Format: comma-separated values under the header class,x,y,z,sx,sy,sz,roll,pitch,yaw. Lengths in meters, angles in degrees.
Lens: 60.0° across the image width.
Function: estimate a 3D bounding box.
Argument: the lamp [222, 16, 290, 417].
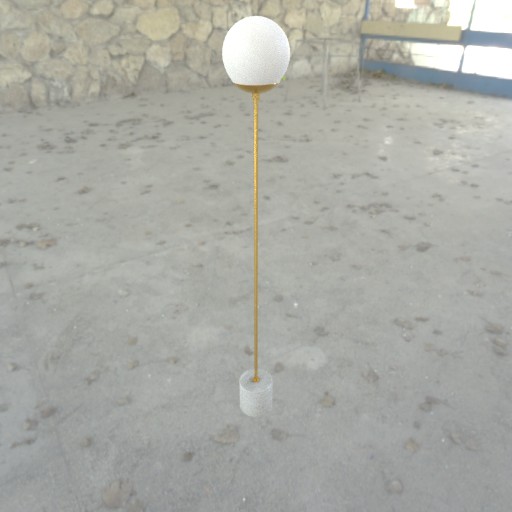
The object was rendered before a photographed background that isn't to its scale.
class,x,y,z,sx,sy,sz,roll,pitch,yaw
lamp,0.000,0.000,1.840,0.224,1.753,0.224,-17,34,-28
